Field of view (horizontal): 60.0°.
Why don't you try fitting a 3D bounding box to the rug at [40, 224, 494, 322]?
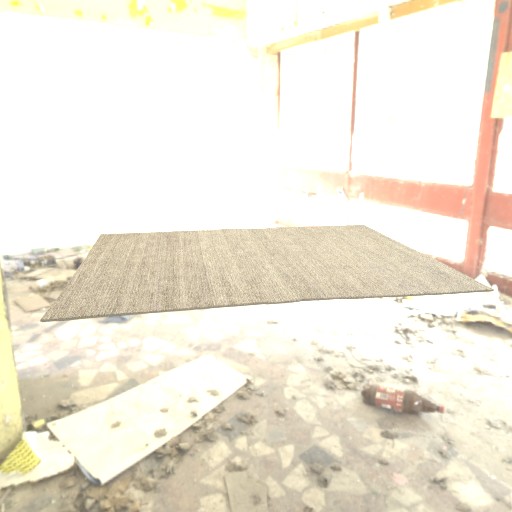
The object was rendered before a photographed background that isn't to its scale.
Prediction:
[{"bbox_3d":[0.000,0.000,4.180,3.202,0.045,2.434,-3,16,-9],"label":"rug"}]
